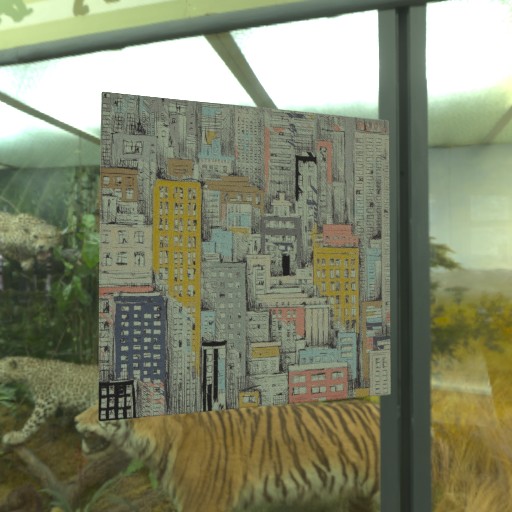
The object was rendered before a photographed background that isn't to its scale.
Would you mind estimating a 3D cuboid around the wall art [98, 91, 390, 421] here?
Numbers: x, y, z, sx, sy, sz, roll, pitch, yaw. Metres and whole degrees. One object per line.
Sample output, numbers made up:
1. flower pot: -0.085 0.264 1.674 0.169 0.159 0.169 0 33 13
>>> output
1. wall art: 0.000 0.000 1.145 0.761 0.762 0.048 0 -1 -16
